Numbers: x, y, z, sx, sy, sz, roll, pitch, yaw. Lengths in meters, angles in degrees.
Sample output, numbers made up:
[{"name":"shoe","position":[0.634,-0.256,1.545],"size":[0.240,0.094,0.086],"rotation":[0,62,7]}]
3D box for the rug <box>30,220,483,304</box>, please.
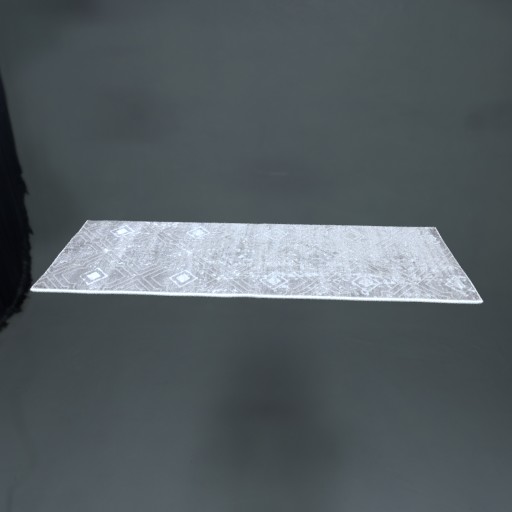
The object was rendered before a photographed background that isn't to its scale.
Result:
[{"name":"rug","position":[0.000,0.000,2.676],"size":[2.381,0.035,0.832],"rotation":[1,31,2]}]
